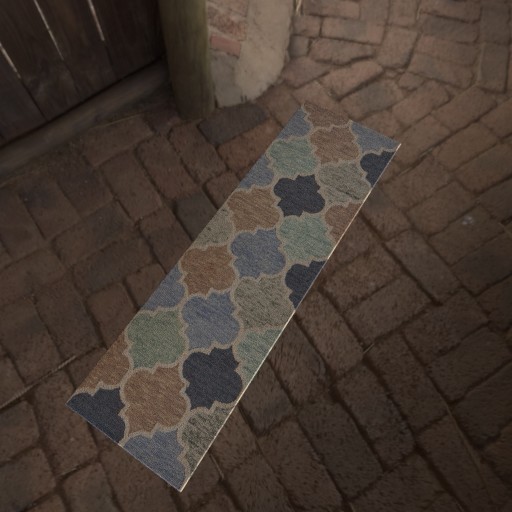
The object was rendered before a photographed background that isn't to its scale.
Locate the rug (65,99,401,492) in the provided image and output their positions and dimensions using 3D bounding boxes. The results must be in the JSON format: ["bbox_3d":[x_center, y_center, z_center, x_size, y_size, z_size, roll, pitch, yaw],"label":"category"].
[{"bbox_3d":[0.000,0.000,2.436,0.687,0.011,2.287,30,68,13],"label":"rug"}]
